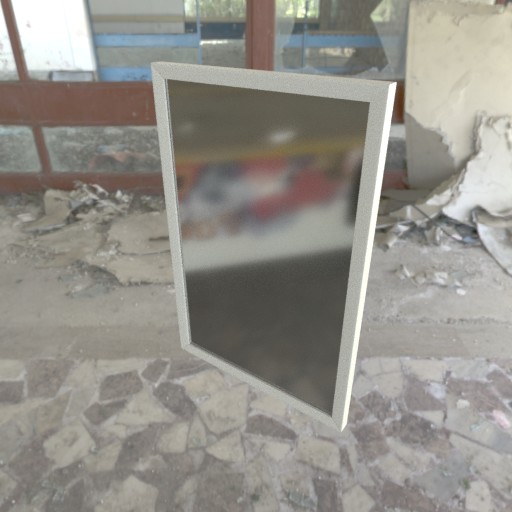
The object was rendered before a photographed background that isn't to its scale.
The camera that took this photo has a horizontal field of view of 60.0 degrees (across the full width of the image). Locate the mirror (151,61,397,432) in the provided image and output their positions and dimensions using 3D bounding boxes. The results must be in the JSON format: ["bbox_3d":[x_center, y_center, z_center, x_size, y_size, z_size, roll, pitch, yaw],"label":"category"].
[{"bbox_3d":[0.000,0.000,1.179,0.609,0.914,0.041,19,35,30],"label":"mirror"}]
